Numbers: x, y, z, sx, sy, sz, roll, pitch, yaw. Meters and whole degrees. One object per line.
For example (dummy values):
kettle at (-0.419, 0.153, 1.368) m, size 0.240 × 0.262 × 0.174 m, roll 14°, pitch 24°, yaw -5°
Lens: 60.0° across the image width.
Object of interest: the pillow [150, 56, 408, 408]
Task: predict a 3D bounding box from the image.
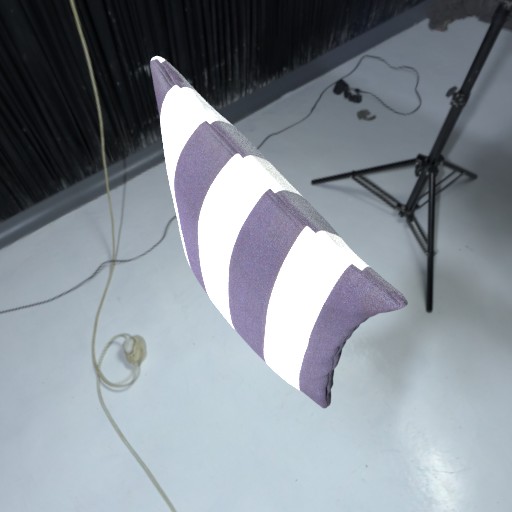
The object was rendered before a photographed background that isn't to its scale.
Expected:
pillow at (0.000, 0.000, 0.797) m, size 0.189 × 0.526 × 0.536 m, roll -34°, pitch 64°, yaw -19°
